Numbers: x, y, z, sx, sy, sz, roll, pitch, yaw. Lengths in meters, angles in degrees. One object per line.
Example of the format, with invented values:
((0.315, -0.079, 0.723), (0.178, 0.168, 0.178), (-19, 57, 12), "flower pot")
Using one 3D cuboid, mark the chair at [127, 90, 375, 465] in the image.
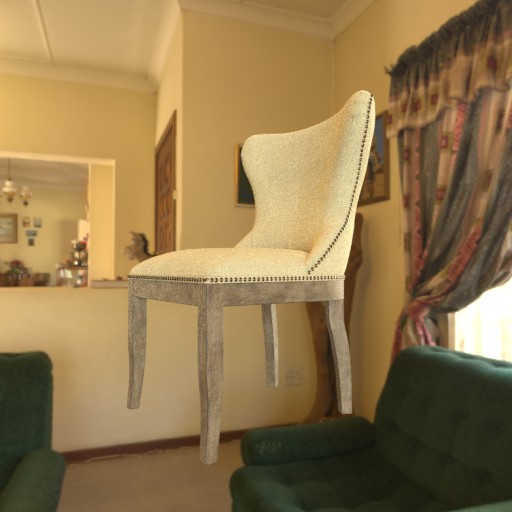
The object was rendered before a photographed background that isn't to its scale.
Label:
((0.000, 0.000, 1.460), (0.681, 1.002, 0.654), (1, -2, -36), "chair")
